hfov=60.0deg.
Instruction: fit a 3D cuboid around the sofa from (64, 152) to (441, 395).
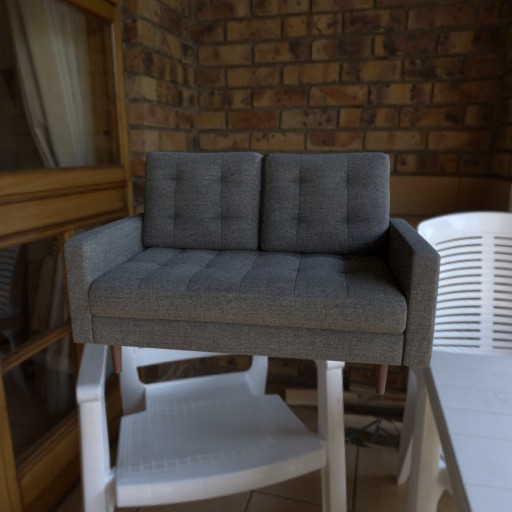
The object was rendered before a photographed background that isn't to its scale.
[{"bbox_3d":[0.000,0.000,2.002,1.407,0.907,0.842,2,14,9],"label":"sofa"}]
